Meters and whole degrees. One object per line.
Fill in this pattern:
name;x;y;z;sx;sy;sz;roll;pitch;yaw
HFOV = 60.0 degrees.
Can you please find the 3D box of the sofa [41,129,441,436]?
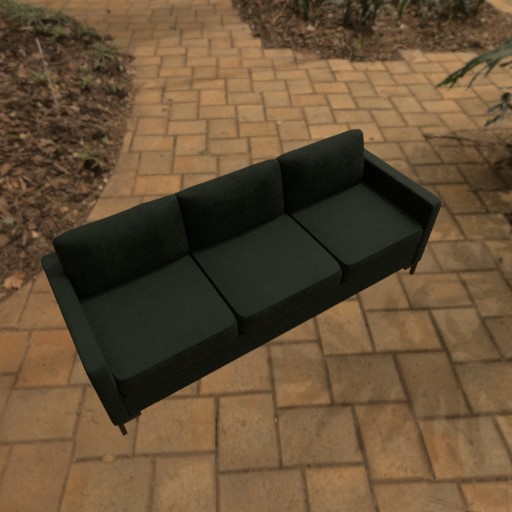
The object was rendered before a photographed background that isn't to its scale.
sofa;0.000;0.000;2.696;2.218;0.870;0.859;-24;50;-22
